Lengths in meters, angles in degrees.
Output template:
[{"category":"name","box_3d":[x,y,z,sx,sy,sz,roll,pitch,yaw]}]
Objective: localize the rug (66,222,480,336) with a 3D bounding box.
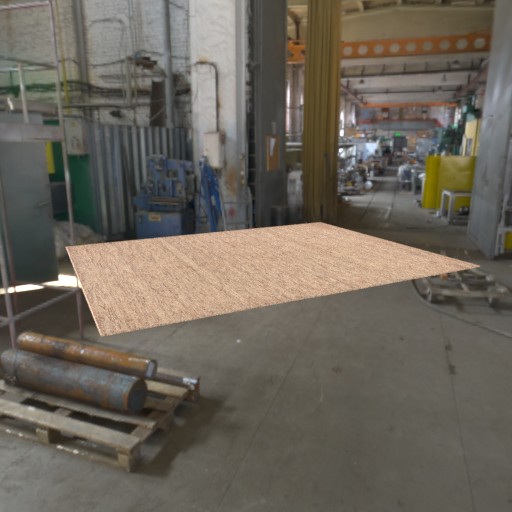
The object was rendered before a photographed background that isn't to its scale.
[{"category":"rug","box_3d":[0.000,0.000,4.262,3.205,0.013,2.448,-7,16,-26]}]
